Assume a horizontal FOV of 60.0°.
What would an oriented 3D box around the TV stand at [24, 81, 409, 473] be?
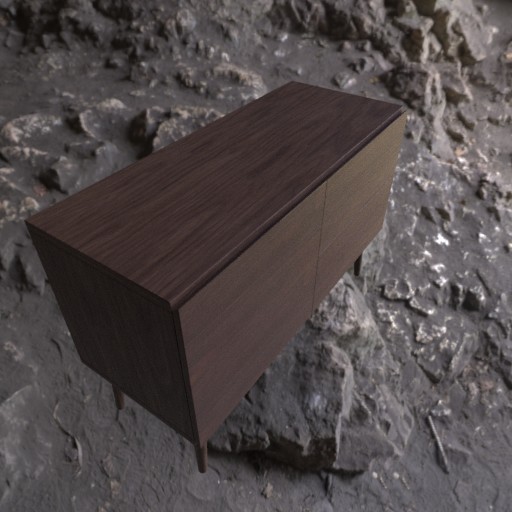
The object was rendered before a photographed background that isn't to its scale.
[{"bbox_3d":[0.000,0.000,1.291,0.405,0.660,0.990,24,45,26],"label":"TV stand"}]
